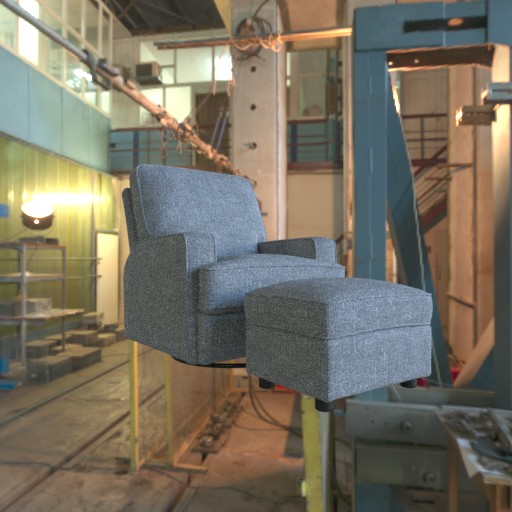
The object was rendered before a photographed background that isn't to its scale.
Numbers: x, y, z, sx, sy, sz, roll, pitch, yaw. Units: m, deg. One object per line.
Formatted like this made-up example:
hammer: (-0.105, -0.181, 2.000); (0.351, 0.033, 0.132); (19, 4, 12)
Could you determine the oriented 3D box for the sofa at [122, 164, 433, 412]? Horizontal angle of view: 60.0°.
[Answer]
sofa: (0.000, 0.000, 2.035); (0.861, 0.959, 1.472); (0, 0, -36)
